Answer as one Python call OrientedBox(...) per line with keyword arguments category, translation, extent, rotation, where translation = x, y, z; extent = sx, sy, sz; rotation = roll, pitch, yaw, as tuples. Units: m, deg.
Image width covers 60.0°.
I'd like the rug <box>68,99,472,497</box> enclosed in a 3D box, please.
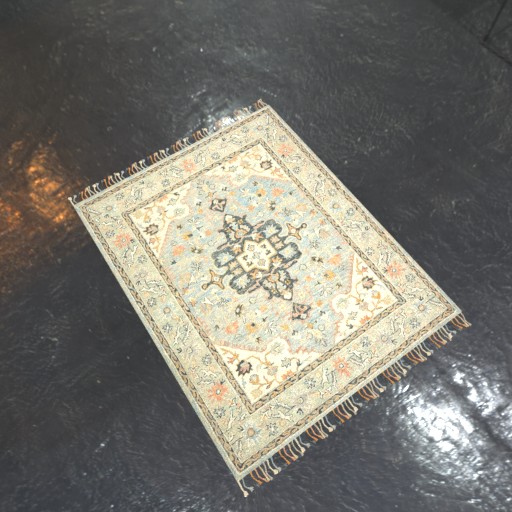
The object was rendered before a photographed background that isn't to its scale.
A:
OrientedBox(category="rug", translation=(0.000, 0.000, 2.228), extent=(1.278, 0.009, 1.730), rotation=(-32, 68, -14))
